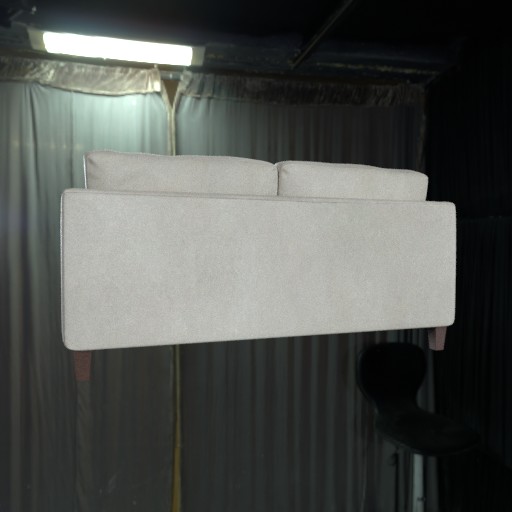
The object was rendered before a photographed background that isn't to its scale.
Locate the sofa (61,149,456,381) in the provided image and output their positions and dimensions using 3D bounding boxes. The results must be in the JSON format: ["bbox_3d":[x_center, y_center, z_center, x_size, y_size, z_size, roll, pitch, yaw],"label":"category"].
[{"bbox_3d":[0.000,0.000,2.379,1.846,0.940,0.950,0,1,-18],"label":"sofa"}]
